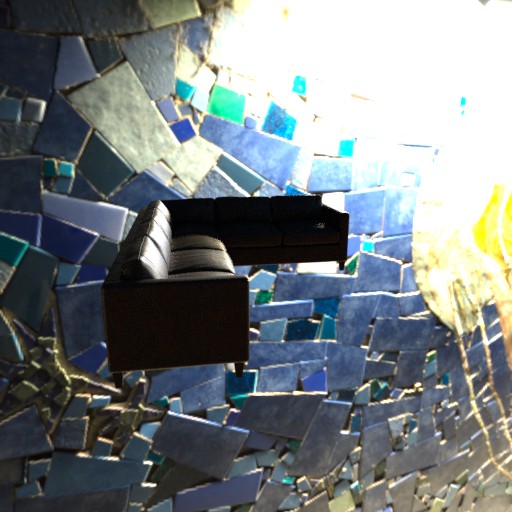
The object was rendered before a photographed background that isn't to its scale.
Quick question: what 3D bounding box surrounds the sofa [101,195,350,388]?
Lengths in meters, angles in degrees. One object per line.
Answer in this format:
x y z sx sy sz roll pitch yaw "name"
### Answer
0.000 0.000 4.392 2.438 0.836 3.152 -3 15 -9 "sofa"
